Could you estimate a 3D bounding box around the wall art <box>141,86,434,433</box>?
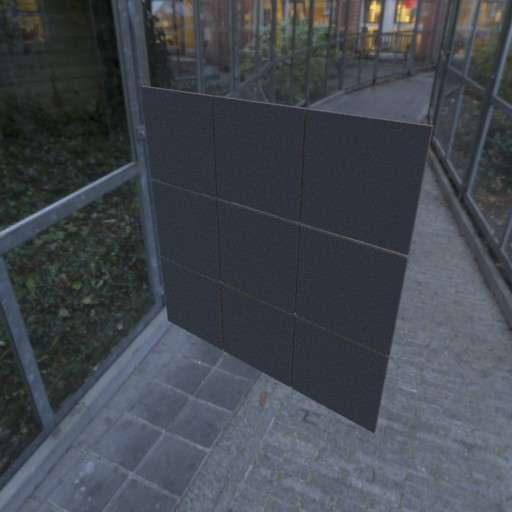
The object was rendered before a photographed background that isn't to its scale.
[{"bbox_3d":[0.000,0.000,1.823,1.216,1.216,0.013,20,35,33],"label":"wall art"}]
